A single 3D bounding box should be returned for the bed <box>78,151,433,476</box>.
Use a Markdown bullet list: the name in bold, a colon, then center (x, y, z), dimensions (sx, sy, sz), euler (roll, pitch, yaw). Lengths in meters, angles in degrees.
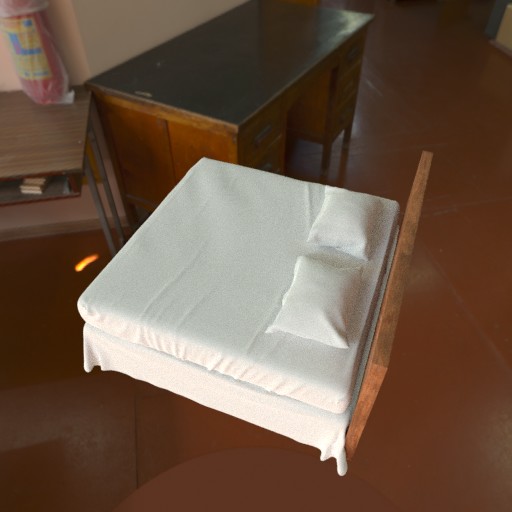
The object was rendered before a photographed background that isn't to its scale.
- **bed**: center (0.000, 0.000, 3.426), dimensions (2.165, 1.158, 2.255), euler (16, 47, 15)
